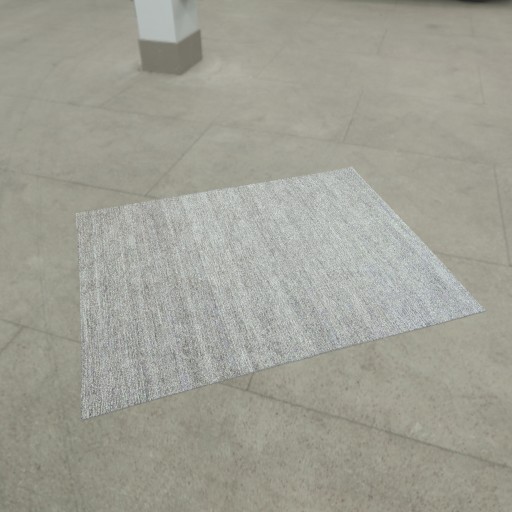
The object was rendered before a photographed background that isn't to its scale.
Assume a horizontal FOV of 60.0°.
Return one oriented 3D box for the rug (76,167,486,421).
[{"bbox_3d":[0.000,0.000,4.125,3.202,0.045,2.434,-12,42,-13],"label":"rug"}]
